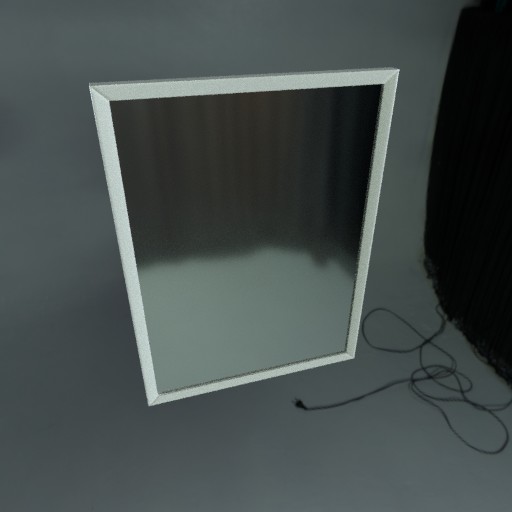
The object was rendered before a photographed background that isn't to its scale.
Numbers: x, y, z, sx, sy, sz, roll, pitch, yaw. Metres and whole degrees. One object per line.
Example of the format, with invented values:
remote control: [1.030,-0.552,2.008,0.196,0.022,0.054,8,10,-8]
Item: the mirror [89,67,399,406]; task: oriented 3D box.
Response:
mirror: [0.000,0.000,1.329,0.762,1.016,0.040,-9,32,-15]
